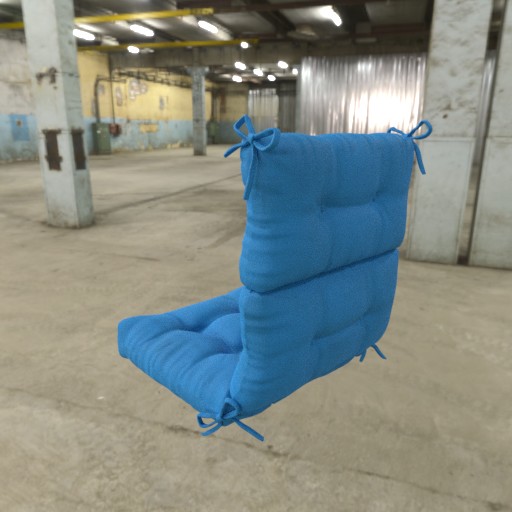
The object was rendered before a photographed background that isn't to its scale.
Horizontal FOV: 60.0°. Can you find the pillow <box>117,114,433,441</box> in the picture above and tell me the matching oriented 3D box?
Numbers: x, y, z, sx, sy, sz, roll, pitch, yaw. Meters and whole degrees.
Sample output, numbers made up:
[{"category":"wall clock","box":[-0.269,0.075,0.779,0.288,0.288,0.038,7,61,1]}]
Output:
[{"category":"pillow","box":[0.000,0.000,1.028,0.519,0.605,0.571,-14,21,-41]}]
